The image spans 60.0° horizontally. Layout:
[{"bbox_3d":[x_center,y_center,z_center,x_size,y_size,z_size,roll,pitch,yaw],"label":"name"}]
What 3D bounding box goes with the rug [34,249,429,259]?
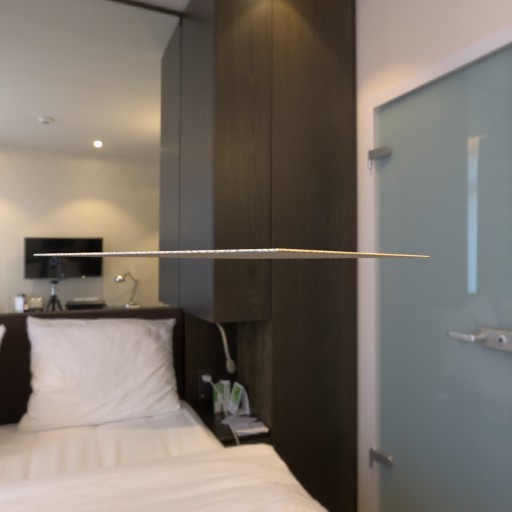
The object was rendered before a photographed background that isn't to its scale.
[{"bbox_3d":[0.000,0.000,4.276,2.457,0.015,3.049,-1,-1,35],"label":"rug"}]
